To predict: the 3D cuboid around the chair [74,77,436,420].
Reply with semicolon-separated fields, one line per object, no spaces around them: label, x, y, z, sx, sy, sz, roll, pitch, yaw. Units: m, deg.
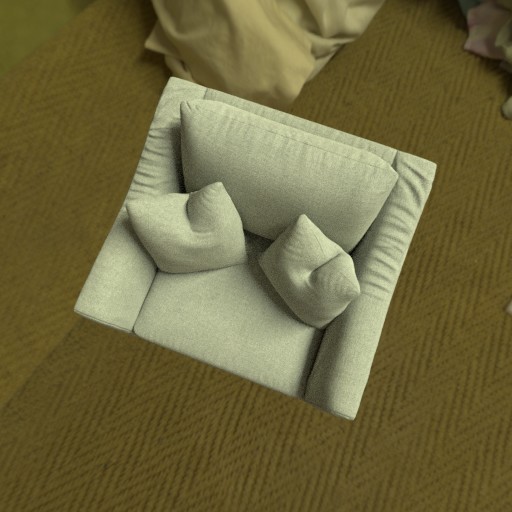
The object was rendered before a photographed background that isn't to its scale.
chair;0.000;0.000;2.040;1.194;1.059;1.071;20;76;5
